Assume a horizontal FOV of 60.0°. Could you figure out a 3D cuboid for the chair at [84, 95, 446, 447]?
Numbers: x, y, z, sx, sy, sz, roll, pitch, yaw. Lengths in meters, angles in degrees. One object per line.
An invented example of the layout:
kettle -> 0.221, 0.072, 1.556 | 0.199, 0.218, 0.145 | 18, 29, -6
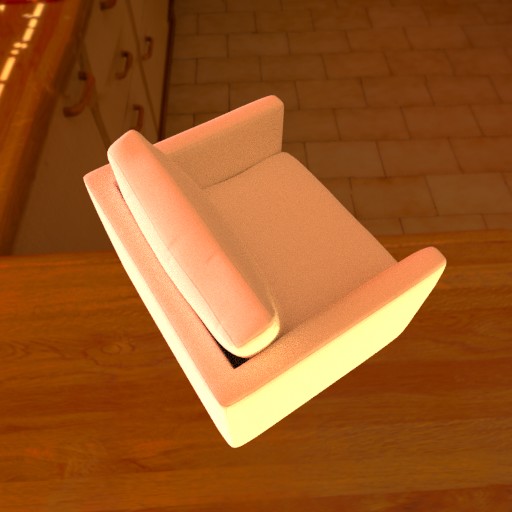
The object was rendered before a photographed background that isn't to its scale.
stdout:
chair -> 0.000, 0.000, 1.710 | 0.878, 0.885, 1.019 | -29, 62, -17
